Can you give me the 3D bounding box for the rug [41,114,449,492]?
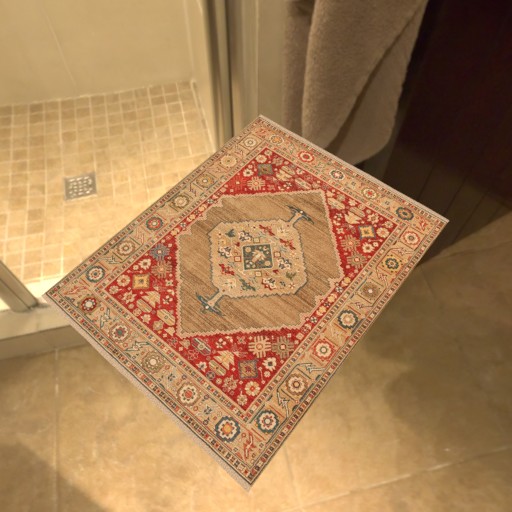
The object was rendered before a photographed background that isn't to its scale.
[{"bbox_3d":[0.000,0.000,4.212,2.451,0.008,3.143,35,64,20],"label":"rug"}]
